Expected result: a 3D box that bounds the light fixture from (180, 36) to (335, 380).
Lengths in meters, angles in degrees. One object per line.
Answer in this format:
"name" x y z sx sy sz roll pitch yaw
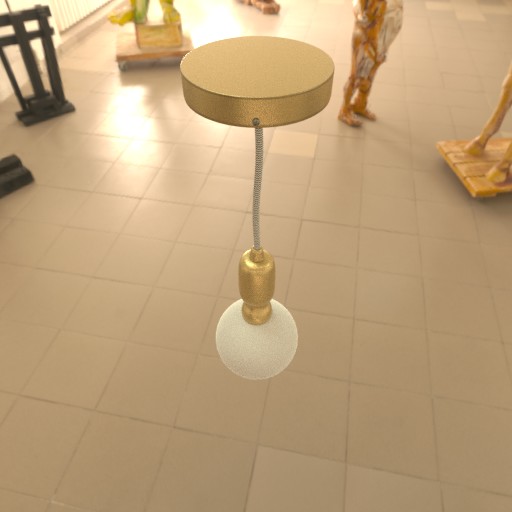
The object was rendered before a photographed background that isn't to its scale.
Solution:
"light fixture" 0.000 0.000 0.594 0.146 0.510 0.147 8 45 8
